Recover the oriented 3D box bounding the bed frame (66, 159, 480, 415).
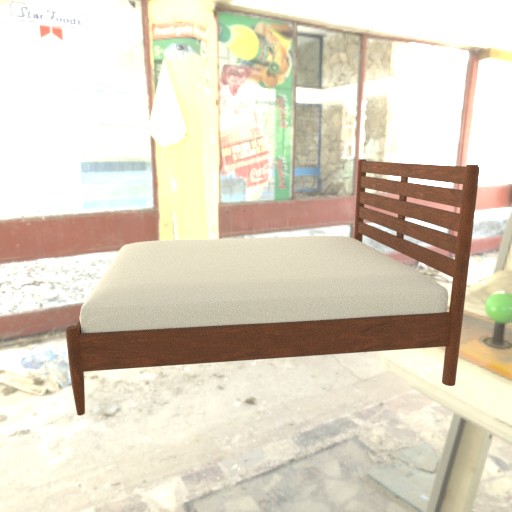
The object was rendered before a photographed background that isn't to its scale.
[{"bbox_3d":[0.000,0.000,3.181,2.234,1.321,1.655,-2,13,-8],"label":"bed frame"}]
